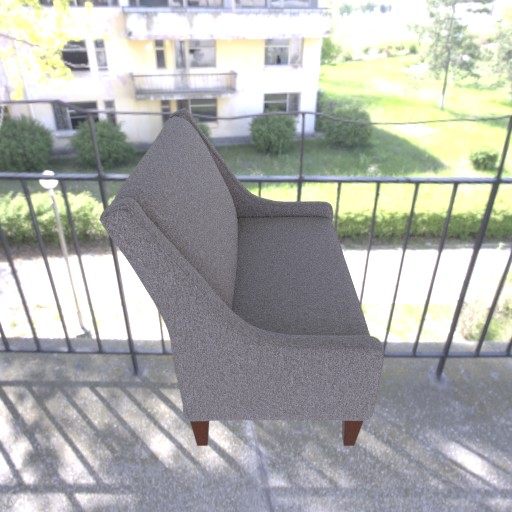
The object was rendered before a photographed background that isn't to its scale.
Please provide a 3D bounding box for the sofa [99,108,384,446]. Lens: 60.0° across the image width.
[{"bbox_3d":[0.000,0.000,1.965,0.862,1.026,1.242,0,31,0],"label":"sofa"}]
